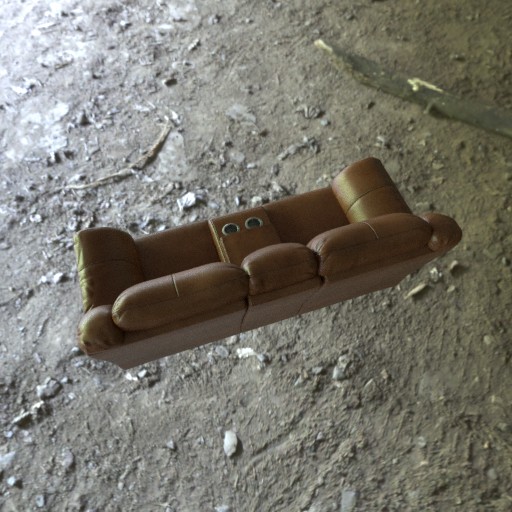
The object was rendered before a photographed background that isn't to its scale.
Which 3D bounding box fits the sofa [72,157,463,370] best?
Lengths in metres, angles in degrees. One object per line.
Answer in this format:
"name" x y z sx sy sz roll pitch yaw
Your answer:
"sofa" 0.000 0.000 2.699 2.058 1.043 0.991 -16 59 -10
